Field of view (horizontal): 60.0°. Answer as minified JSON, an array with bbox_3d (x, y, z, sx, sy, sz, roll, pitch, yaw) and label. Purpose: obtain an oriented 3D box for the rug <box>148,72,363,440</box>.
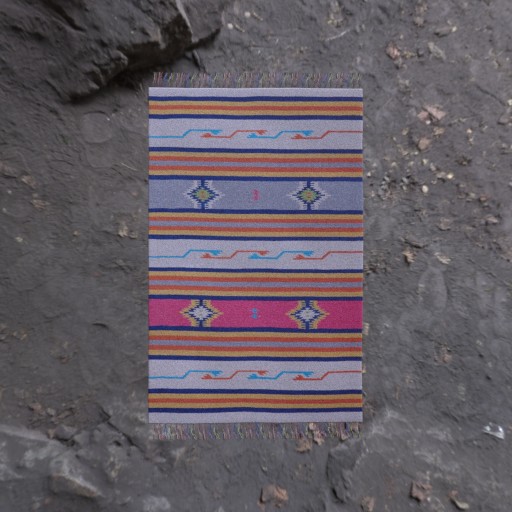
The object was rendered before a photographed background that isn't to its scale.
[{"bbox_3d":[0.000,0.000,2.230,1.084,0.013,1.849,0,90,-1],"label":"rug"}]
